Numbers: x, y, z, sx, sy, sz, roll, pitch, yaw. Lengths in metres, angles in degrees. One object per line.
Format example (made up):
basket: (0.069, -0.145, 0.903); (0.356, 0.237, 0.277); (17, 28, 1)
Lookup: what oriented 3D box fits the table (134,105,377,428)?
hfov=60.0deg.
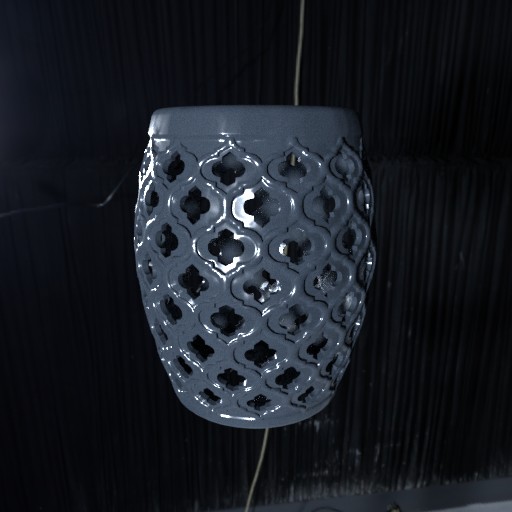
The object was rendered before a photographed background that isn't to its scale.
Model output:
table: (0.000, 0.000, 0.621); (0.325, 0.388, 0.325); (0, 16, 0)
